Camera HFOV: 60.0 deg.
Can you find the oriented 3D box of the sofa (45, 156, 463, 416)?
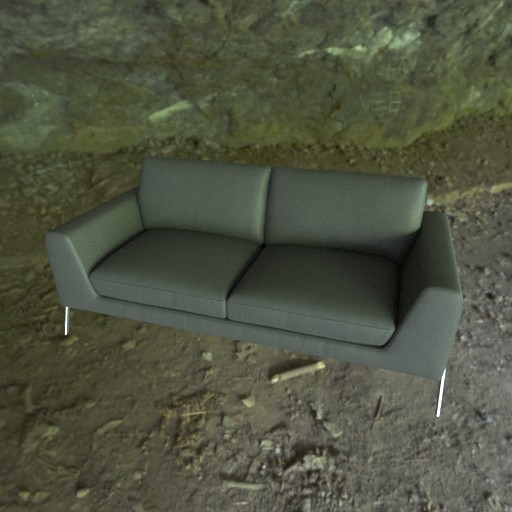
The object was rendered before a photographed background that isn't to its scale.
[{"bbox_3d":[0.000,0.000,2.461,2.017,0.875,0.953,8,27,16],"label":"sofa"}]
